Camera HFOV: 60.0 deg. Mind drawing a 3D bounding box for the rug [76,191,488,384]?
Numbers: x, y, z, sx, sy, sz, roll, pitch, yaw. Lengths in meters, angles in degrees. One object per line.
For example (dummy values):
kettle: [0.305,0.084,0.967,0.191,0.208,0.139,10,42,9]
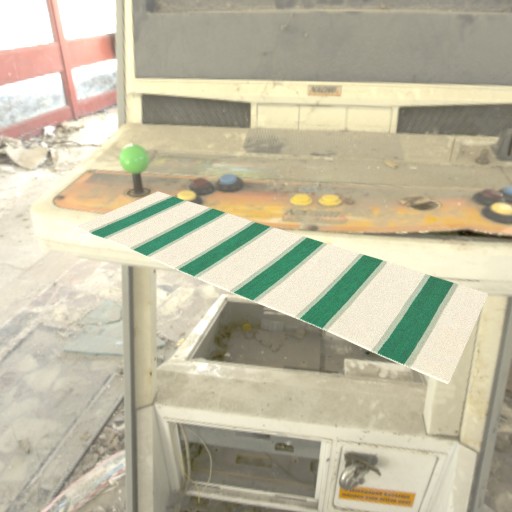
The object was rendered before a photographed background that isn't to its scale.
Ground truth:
rug: [0.000,0.000,2.659,2.438,0.012,0.768,20,36,30]
